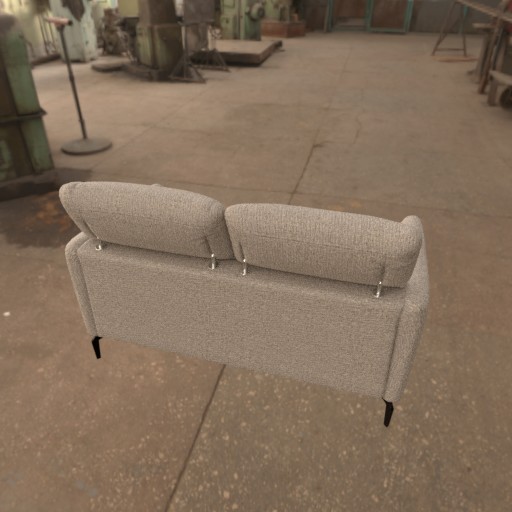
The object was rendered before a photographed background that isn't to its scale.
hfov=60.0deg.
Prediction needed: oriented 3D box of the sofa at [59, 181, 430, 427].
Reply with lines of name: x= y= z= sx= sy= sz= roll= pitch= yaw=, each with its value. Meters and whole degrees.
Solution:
sofa: x=0.000 y=0.000 z=2.126 sx=1.540 sy=0.950 sz=0.905 roll=9 pitch=34 yaw=14
